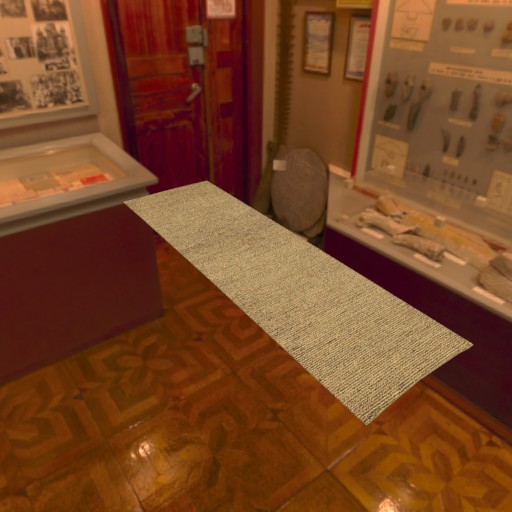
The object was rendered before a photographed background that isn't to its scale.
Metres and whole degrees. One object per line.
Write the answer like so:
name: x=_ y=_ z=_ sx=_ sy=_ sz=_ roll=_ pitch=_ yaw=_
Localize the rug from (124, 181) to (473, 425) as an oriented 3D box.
rug: x=0.000 y=0.000 z=2.569 sx=0.697 sy=0.013 sz=2.335 roll=-21 pitch=37 yaw=-30
